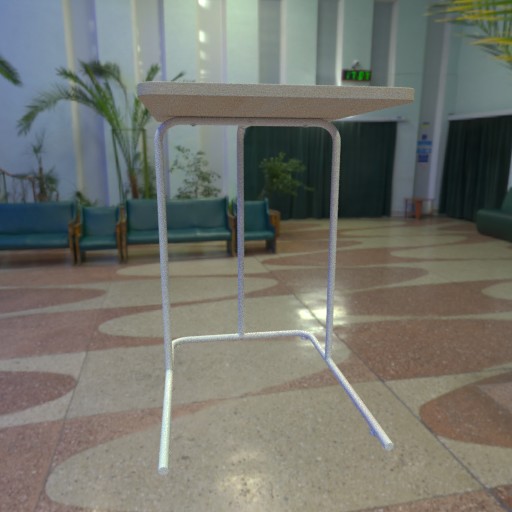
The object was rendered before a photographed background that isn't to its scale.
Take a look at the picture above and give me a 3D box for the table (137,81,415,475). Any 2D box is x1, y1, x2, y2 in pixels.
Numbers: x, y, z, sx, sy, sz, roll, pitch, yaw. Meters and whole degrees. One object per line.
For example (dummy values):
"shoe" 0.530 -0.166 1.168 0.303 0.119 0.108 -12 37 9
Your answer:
"table" 0.000 0.000 0.848 0.370 0.550 0.480 -2 13 -9
